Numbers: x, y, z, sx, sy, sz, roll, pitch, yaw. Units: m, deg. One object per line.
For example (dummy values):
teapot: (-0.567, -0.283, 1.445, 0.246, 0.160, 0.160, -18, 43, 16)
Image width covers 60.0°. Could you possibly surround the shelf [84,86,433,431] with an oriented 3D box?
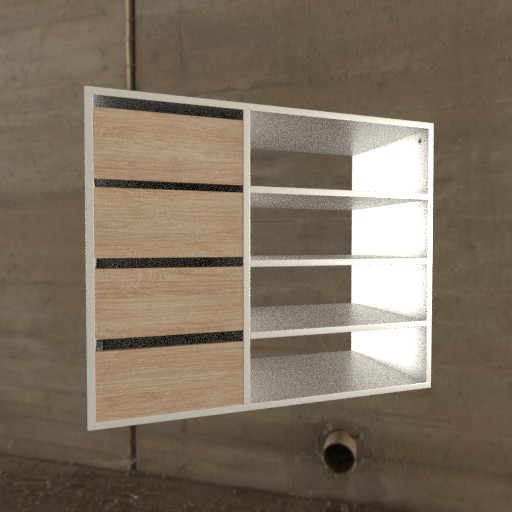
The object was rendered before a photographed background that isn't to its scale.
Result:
shelf: (0.000, 0.000, 1.269, 0.895, 0.732, 0.396, -1, 2, -19)
